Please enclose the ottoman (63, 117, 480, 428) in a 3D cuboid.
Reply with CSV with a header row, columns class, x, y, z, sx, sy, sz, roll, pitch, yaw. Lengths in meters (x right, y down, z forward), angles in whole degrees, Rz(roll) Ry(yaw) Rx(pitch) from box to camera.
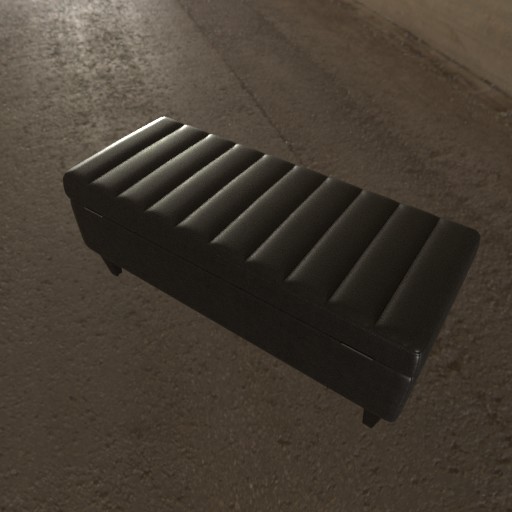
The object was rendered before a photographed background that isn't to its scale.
class,x,y,z,sx,sy,sz,roll,pitch,yaw
ottoman,0.000,0.000,1.407,1.151,0.469,0.482,26,50,24
